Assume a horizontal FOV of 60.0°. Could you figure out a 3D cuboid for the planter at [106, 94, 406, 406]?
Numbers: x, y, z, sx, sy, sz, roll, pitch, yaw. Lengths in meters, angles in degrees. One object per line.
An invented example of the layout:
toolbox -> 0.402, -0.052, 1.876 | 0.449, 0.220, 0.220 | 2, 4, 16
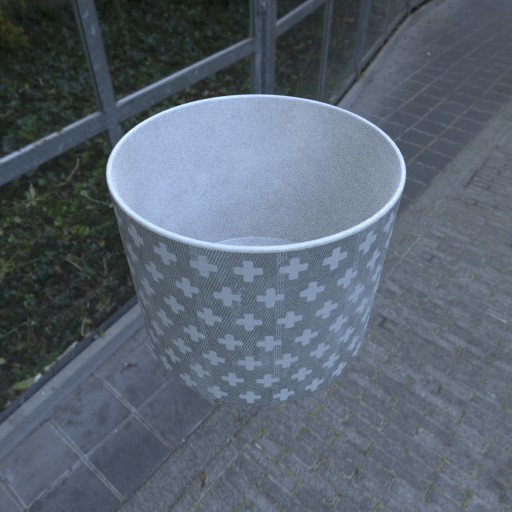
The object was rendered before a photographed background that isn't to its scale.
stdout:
planter -> 0.000, 0.000, 0.460 | 0.250, 0.239, 0.250 | 0, 42, 0
